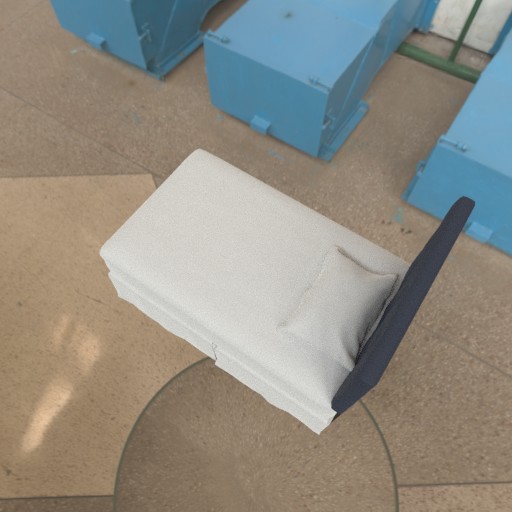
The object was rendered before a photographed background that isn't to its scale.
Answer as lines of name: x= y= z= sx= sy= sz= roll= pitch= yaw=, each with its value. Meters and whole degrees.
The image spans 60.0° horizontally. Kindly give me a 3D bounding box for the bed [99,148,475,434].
bed: x=0.000 y=0.000 z=2.995 sx=1.997 sy=1.571 sz=1.261 roll=31 pitch=67 yaw=15
